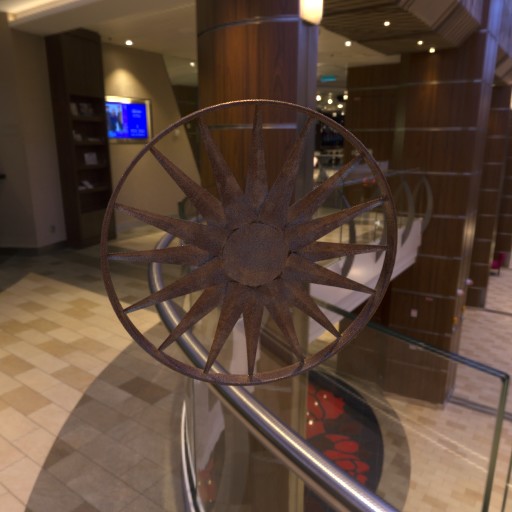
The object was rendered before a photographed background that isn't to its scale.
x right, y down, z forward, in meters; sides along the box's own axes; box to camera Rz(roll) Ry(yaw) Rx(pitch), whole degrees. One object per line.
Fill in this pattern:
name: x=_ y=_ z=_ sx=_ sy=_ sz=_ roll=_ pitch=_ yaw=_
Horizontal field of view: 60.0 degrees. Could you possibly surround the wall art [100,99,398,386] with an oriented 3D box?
wall art: x=0.000 y=0.000 z=0.875 sx=0.582 sy=0.583 sz=0.084 roll=-3 pitch=15 yaw=-10
